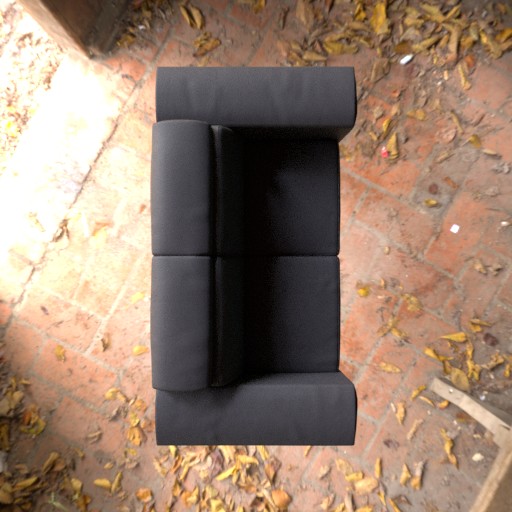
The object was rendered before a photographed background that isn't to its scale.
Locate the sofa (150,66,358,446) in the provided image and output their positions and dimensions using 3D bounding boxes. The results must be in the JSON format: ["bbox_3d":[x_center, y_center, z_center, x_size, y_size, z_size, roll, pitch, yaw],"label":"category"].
[{"bbox_3d":[0.000,0.000,2.410,1.003,0.779,1.895,0,90,0],"label":"sofa"}]
